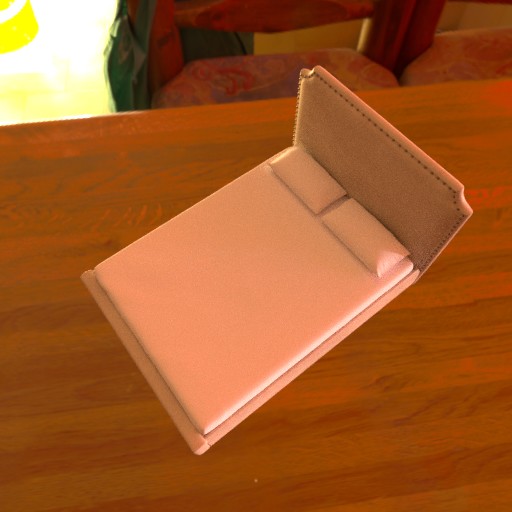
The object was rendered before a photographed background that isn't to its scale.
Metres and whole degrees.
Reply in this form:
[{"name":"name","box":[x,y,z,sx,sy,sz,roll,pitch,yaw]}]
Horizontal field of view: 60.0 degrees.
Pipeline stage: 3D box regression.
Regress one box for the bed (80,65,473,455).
[{"name":"bed","box":[0.000,0.000,3.424,2.372,1.443,1.712,-34,68,-16]}]
